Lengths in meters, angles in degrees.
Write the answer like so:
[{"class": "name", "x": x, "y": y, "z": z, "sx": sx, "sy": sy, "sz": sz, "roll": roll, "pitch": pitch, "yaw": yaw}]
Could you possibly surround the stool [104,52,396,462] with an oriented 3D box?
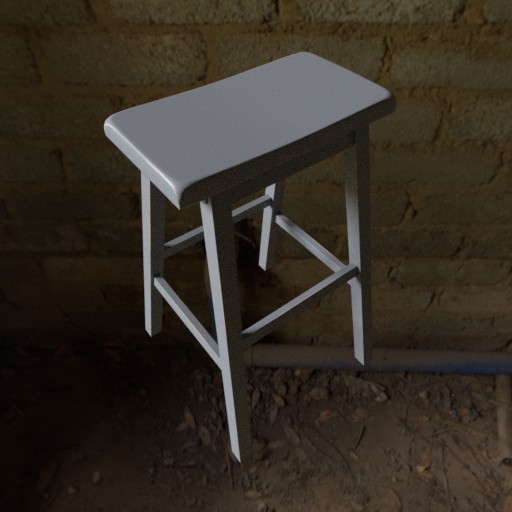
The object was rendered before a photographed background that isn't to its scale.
[{"class": "stool", "x": 0.000, "y": 0.000, "z": 1.010, "sx": 0.457, "sy": 0.737, "sz": 0.476, "roll": -29, "pitch": 53, "yaw": -25}]
